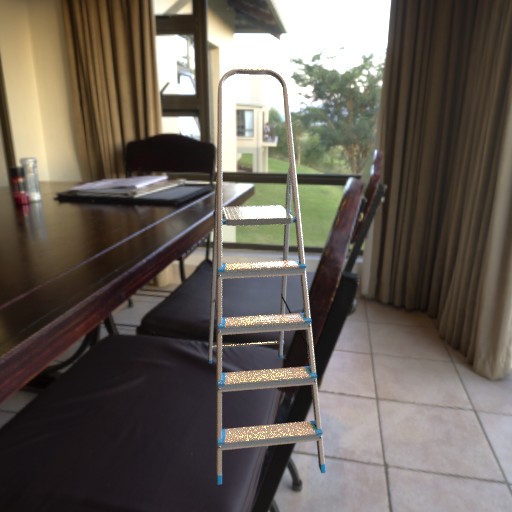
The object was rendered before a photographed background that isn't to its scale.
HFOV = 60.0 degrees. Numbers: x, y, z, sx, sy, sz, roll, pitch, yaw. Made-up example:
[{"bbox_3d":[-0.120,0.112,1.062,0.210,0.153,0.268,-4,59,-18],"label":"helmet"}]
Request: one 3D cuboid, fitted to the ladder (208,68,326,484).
[{"bbox_3d":[0.000,0.000,2.077,0.468,1.648,0.990,-2,18,-8],"label":"ladder"}]
